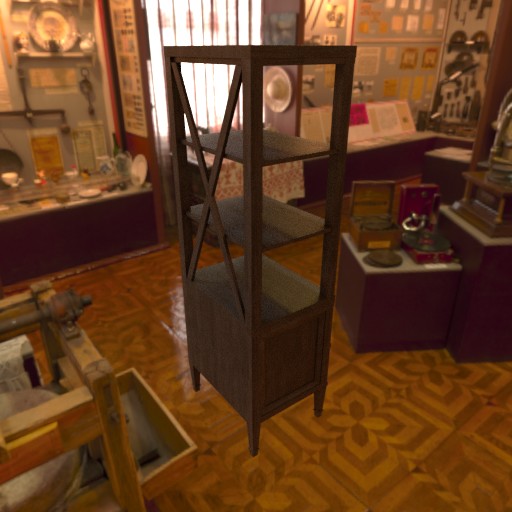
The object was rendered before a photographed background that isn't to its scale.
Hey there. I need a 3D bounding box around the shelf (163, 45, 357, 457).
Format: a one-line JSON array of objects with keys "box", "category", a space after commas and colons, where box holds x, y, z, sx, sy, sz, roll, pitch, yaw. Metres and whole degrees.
[{"box": [0.000, 0.000, 2.015, 0.472, 1.727, 0.584, -17, 30, -33], "category": "shelf"}]
